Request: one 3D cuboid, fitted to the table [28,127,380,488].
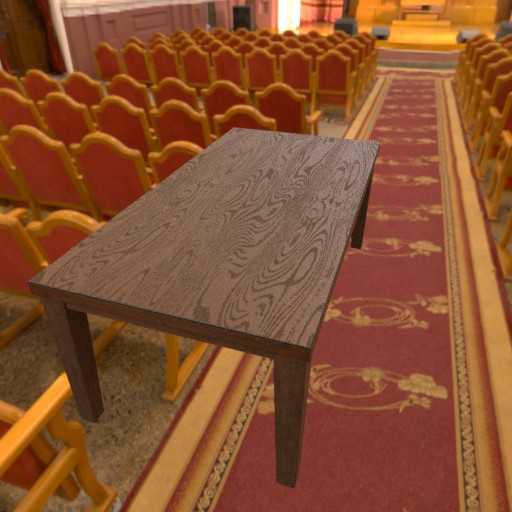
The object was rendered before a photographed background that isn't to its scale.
[{"bbox_3d":[0.000,0.000,2.407,1.016,0.762,1.981,10,34,16],"label":"table"}]
